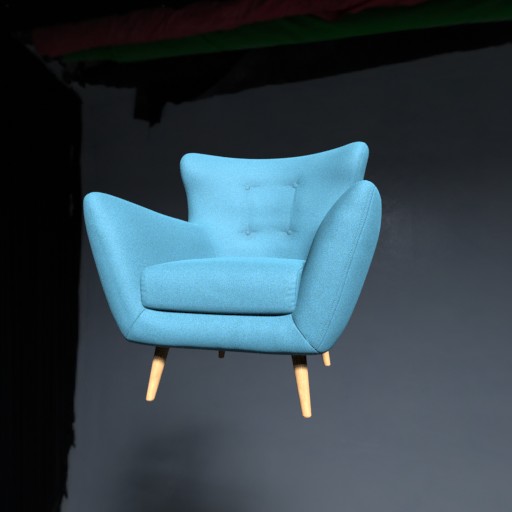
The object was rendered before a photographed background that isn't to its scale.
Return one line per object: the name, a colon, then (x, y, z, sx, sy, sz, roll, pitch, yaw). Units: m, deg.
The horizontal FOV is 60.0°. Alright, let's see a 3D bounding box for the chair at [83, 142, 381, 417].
chair: (0.000, 0.000, 1.625, 0.890, 0.889, 0.889, 0, 1, 16)
